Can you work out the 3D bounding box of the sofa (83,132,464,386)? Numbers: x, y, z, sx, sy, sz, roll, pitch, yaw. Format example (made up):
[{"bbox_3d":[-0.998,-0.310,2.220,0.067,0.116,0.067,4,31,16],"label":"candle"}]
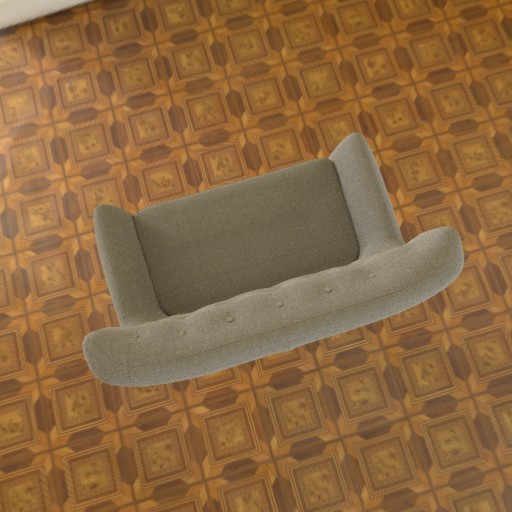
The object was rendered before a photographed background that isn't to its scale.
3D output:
[{"bbox_3d":[0.000,0.000,2.032,1.386,1.028,0.884,-16,78,-4],"label":"sofa"}]
